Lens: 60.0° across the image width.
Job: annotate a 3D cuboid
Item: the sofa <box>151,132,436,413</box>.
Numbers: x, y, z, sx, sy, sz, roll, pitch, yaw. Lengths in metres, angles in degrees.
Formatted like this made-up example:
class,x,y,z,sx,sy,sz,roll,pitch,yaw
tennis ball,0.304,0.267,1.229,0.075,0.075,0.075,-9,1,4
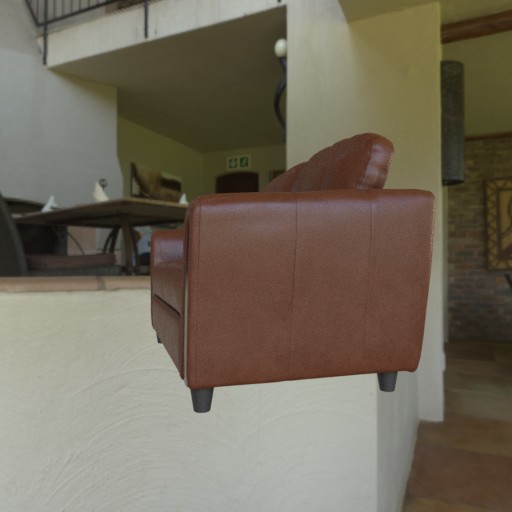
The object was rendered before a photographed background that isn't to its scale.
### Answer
class,x,y,z,sx,sy,sz,roll,pitch,yaw
sofa,0.000,0.000,1.915,0.805,0.906,1.406,0,-1,-18
